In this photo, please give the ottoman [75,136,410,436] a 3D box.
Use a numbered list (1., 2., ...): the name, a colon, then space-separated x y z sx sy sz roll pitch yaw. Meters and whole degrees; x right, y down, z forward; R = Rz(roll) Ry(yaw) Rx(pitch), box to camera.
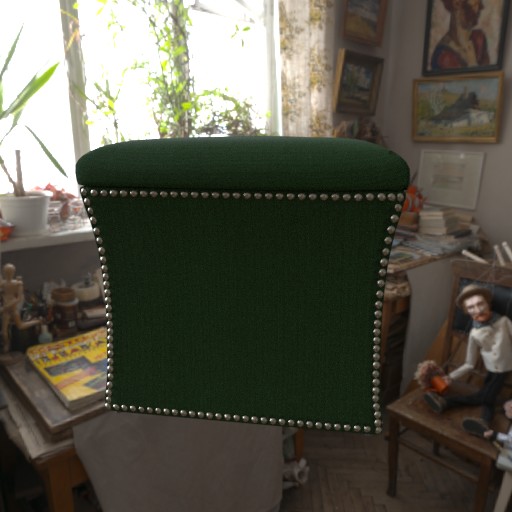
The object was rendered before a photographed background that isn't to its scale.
1. ottoman: 0.000 0.000 0.907 0.507 0.475 0.497 2 15 8
